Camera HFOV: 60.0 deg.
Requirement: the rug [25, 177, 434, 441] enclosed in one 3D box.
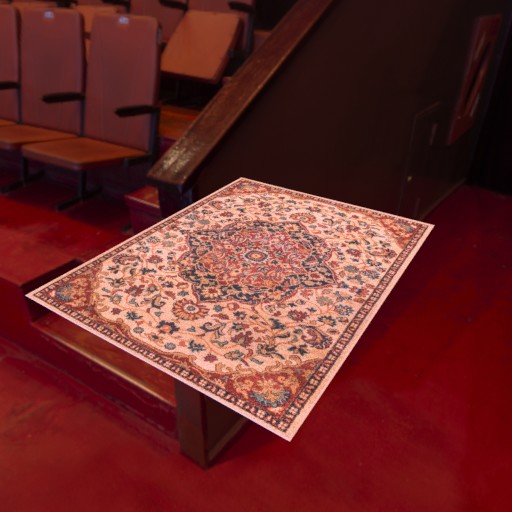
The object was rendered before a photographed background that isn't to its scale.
[{"bbox_3d":[0.000,0.000,4.103,2.454,0.005,3.067,19,36,28],"label":"rug"}]
